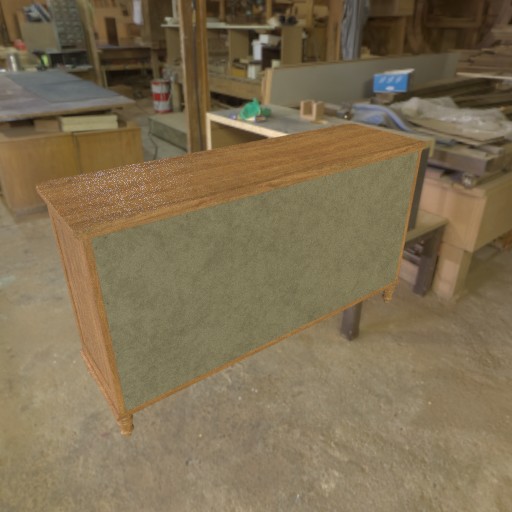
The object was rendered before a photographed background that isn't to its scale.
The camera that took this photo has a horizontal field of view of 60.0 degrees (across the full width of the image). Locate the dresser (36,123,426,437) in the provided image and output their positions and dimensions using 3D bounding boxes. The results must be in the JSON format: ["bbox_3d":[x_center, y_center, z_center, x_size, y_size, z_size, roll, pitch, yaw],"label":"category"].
[{"bbox_3d":[0.000,0.000,2.007,1.583,0.892,0.468,-20,35,-31],"label":"dresser"}]
